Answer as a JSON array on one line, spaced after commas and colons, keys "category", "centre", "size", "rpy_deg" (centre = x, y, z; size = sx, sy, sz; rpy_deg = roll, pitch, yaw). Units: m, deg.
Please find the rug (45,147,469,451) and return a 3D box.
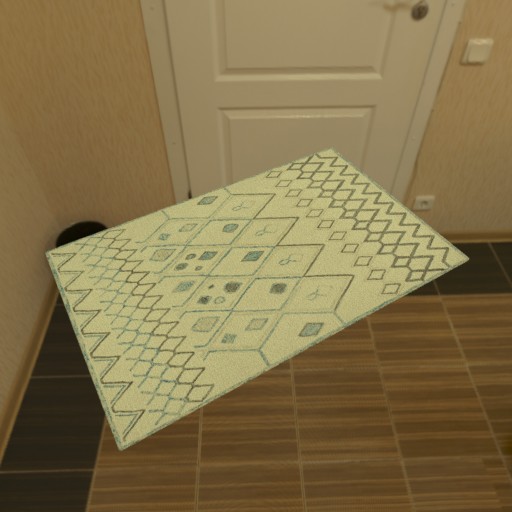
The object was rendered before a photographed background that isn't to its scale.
[{"category": "rug", "centre": [0.000, 0.000, 2.999], "size": [2.439, 0.015, 1.524], "rpy_deg": [-24, 52, -20]}]
